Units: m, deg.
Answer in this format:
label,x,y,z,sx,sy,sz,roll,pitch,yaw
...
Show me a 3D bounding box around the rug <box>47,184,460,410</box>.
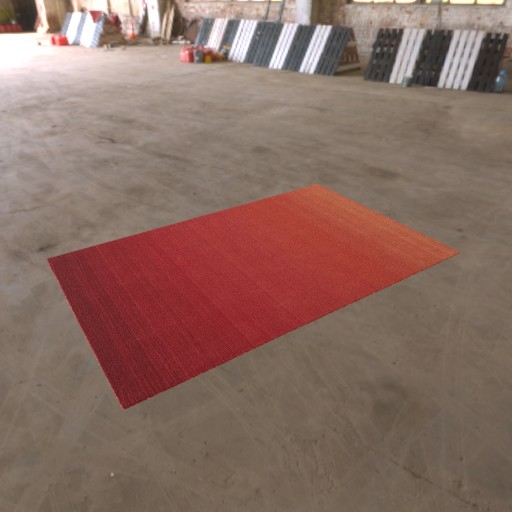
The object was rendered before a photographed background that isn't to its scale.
label,x,y,z,sx,sy,sz,roll,pitch,yaw
rug,0.000,0.000,3.080,2.442,0.010,1.531,-19,36,-28
